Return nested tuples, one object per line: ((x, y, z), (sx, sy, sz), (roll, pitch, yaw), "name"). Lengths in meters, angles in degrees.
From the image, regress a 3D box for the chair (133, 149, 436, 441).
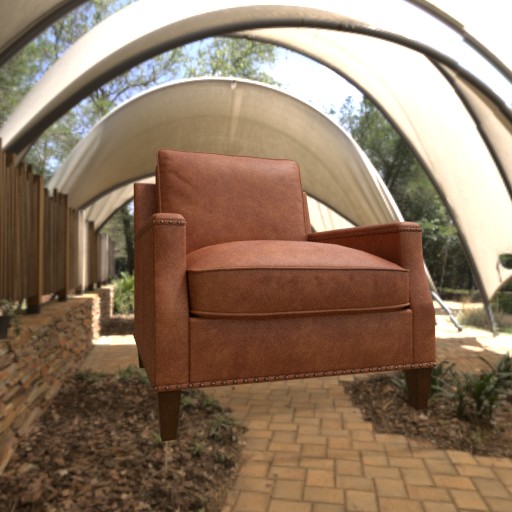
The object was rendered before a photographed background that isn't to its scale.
((0.000, 0.000, 1.671), (0.853, 0.943, 1.014), (0, -1, -18), "chair")
